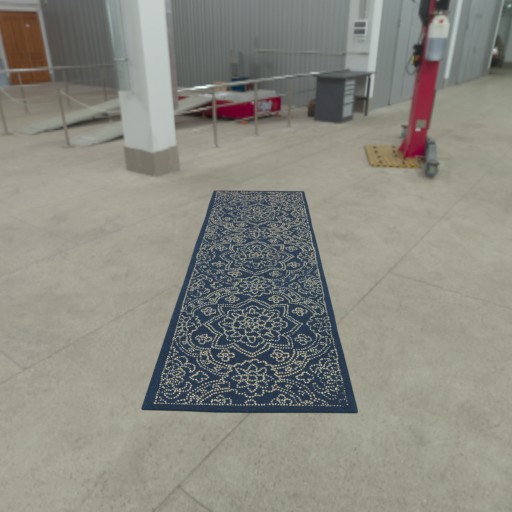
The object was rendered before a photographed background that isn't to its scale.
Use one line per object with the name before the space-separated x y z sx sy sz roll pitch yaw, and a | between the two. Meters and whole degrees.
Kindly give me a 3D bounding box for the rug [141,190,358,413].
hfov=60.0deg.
rug | 0.000 0.000 2.646 0.769 0.012 2.448 1 27 1
